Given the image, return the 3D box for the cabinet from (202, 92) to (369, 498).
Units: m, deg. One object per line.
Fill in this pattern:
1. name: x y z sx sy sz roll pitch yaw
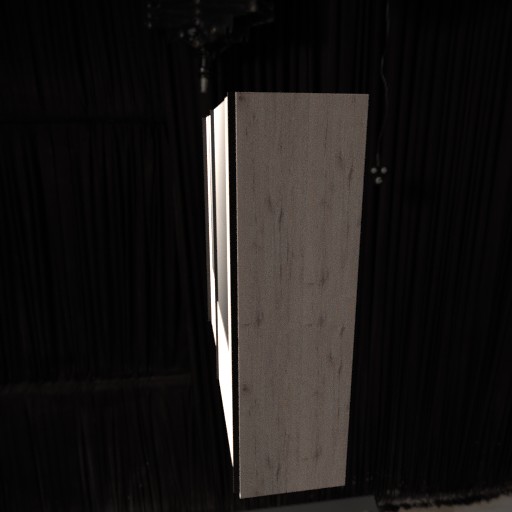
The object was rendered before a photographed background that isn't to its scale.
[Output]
1. cabinet: 0.000 0.000 3.484 0.660 2.180 2.500 -2 15 -9
